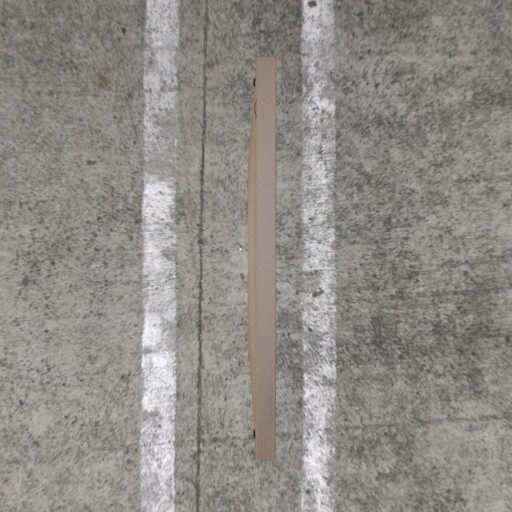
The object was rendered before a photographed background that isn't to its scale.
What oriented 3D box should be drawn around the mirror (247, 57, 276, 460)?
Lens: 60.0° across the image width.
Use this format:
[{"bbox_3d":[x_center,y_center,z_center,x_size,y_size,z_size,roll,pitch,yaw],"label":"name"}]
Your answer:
[{"bbox_3d":[0.000,0.000,1.344,0.041,1.016,0.762,0,91,-2],"label":"mirror"}]
